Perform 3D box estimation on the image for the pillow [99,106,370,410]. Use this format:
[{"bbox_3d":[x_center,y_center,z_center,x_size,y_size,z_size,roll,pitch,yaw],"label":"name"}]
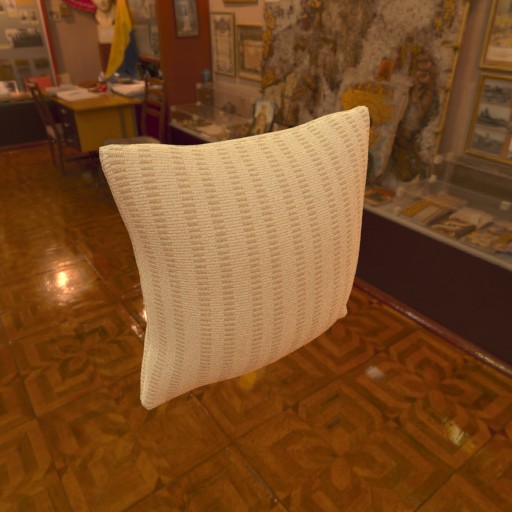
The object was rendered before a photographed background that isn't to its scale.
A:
[{"bbox_3d":[0.000,0.000,0.708,0.438,0.419,0.247,-19,35,-29],"label":"pillow"}]
